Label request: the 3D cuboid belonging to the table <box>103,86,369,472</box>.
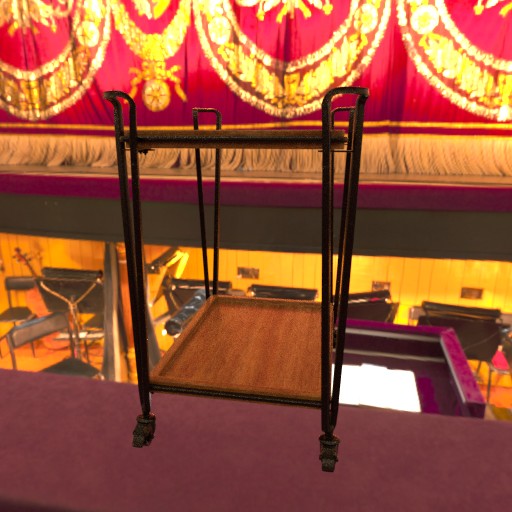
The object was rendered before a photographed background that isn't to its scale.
[{"bbox_3d":[0.000,0.000,1.186,0.505,0.785,0.672,3,16,10],"label":"table"}]
